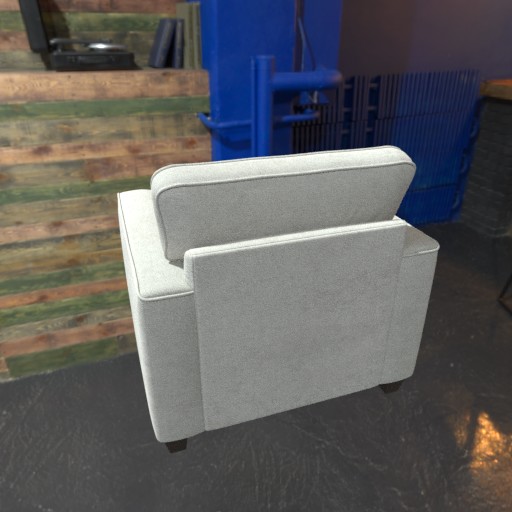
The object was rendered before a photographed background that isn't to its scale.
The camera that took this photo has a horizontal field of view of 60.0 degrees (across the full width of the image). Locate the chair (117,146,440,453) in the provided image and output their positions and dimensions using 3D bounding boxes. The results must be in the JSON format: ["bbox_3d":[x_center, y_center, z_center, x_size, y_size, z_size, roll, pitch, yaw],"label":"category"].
[{"bbox_3d":[0.000,0.000,1.788,1.015,0.965,0.939,-9,28,-17],"label":"chair"}]
